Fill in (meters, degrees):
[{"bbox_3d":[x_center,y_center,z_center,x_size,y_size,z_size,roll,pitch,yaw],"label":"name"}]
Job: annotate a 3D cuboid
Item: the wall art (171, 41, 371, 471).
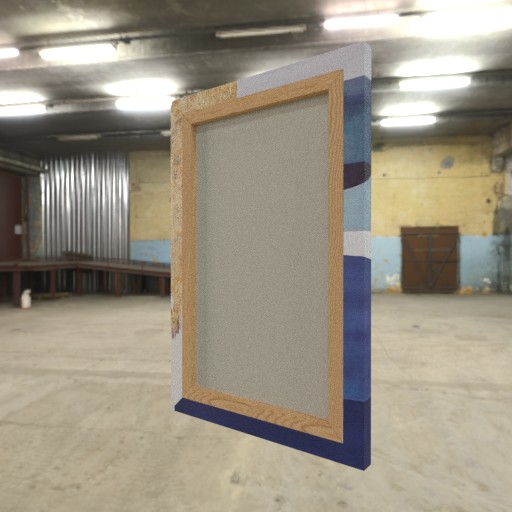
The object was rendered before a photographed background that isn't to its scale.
[{"bbox_3d":[0.000,0.000,1.139,0.607,0.911,0.039,0,0,37],"label":"wall art"}]
